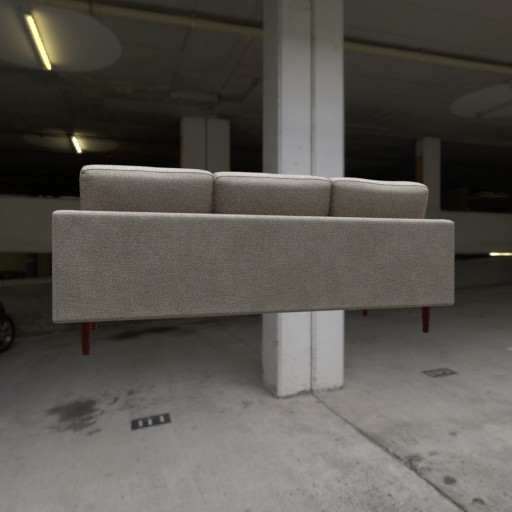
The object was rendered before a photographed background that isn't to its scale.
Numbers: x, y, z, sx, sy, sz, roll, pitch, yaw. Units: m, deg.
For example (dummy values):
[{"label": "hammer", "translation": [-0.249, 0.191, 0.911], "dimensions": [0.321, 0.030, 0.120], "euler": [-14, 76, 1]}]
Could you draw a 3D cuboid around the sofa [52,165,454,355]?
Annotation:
[{"label": "sofa", "translation": [0.000, 0.000, 2.752], "dimensions": [2.246, 0.930, 0.903], "euler": [0, 1, -17]}]
